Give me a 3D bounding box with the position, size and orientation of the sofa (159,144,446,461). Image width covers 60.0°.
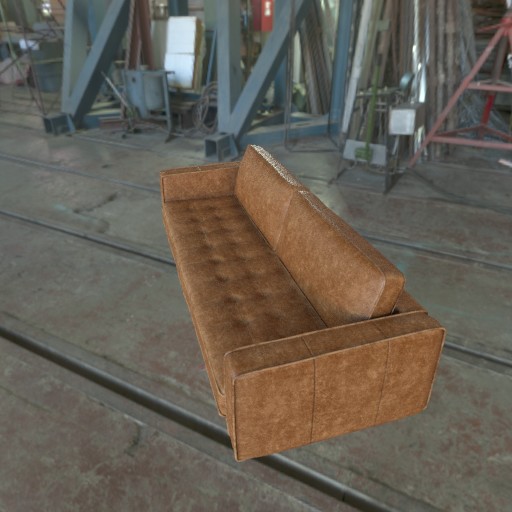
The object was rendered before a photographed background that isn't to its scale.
[{"bbox_3d":[0.000,0.000,2.565,0.886,0.779,2.199,-9,31,-15],"label":"sofa"}]
